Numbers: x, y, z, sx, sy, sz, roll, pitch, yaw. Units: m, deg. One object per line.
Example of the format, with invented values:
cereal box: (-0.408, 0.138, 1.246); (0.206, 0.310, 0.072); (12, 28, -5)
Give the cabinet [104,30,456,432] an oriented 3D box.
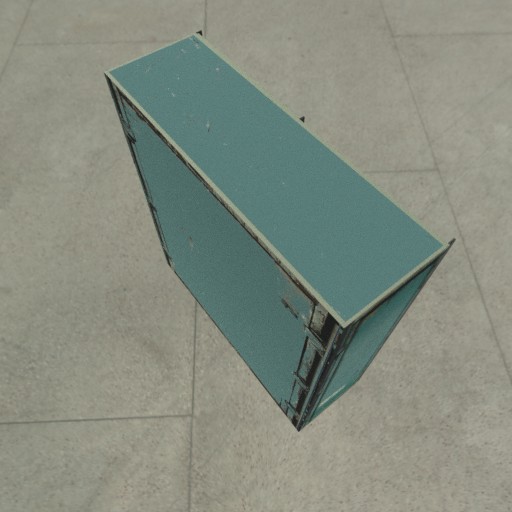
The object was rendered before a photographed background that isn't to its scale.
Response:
cabinet: (0.000, 0.000, 3.172); (0.680, 2.160, 2.000); (-33, 64, -19)
